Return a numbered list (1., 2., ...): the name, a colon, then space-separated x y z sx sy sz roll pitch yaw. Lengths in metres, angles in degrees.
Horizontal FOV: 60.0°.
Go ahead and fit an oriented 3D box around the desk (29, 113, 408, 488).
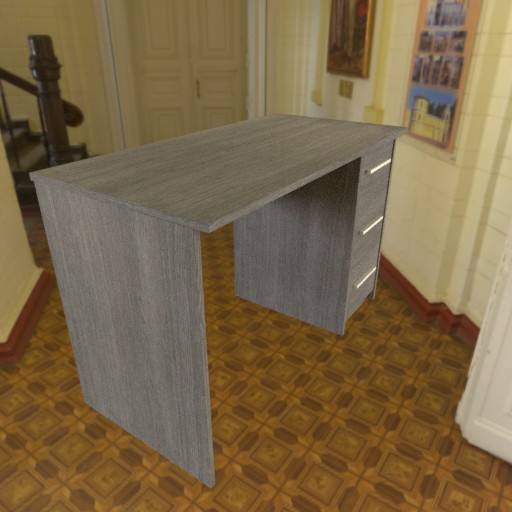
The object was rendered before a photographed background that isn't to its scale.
1. desk: 0.000 0.000 1.484 0.560 0.735 1.097 17 31 31
